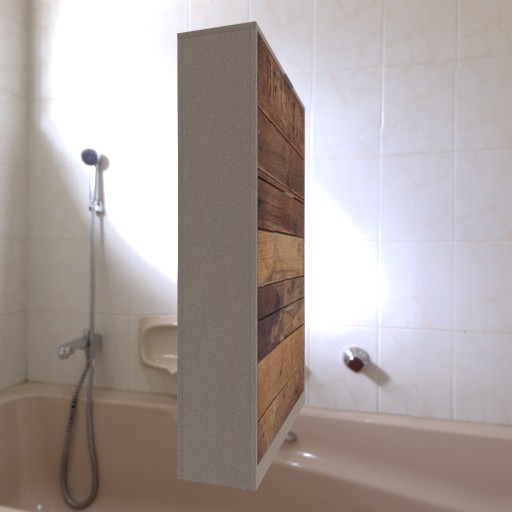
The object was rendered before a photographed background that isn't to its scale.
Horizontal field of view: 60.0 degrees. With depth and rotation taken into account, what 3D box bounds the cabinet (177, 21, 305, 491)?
[{"bbox_3d":[0.000,0.000,1.598,0.250,1.280,0.750,0,0,17],"label":"cabinet"}]
